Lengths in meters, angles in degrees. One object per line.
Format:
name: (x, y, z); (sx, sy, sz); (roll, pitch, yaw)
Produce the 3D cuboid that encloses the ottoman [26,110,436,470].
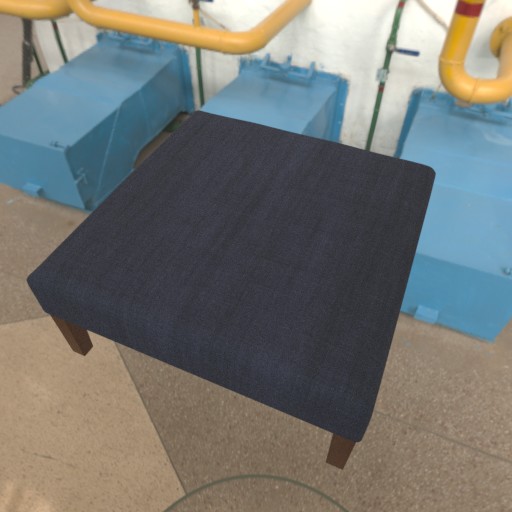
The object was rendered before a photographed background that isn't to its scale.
ottoman: (0.000, 0.000, 1.381); (0.889, 0.411, 0.890); (18, 50, 16)
